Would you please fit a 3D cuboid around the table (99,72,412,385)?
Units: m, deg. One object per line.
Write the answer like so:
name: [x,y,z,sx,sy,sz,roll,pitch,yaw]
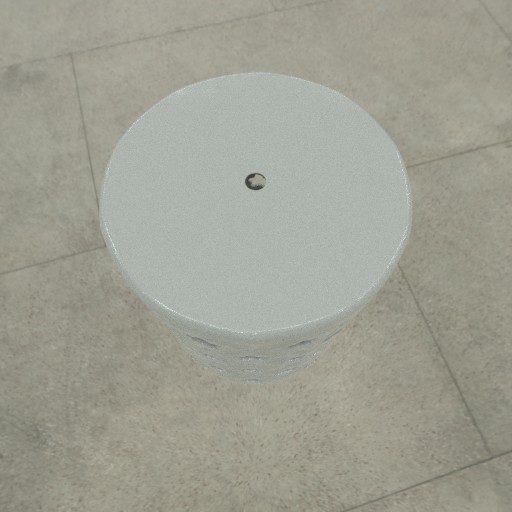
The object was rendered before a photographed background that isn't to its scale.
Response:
table: [0.000,0.000,0.664,0.352,0.387,0.352,0,65,0]
